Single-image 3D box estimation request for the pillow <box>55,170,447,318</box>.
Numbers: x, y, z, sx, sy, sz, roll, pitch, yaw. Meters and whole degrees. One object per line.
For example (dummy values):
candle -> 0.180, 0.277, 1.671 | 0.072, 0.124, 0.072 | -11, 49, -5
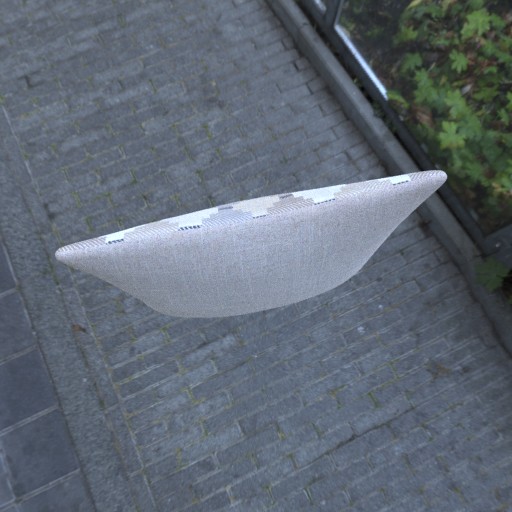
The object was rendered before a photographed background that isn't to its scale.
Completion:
pillow -> 0.000, 0.000, 0.880 | 0.578, 0.558, 0.192 | -11, 77, -3
